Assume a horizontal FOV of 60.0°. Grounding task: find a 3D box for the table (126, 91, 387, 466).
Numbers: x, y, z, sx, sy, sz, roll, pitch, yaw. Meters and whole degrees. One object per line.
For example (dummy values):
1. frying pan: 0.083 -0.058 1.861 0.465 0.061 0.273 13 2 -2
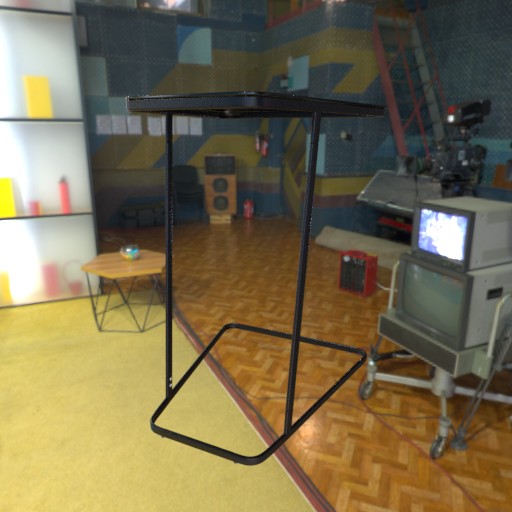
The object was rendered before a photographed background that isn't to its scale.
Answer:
1. table: 0.000 0.000 0.955 0.427 0.624 0.500 7 17 25
